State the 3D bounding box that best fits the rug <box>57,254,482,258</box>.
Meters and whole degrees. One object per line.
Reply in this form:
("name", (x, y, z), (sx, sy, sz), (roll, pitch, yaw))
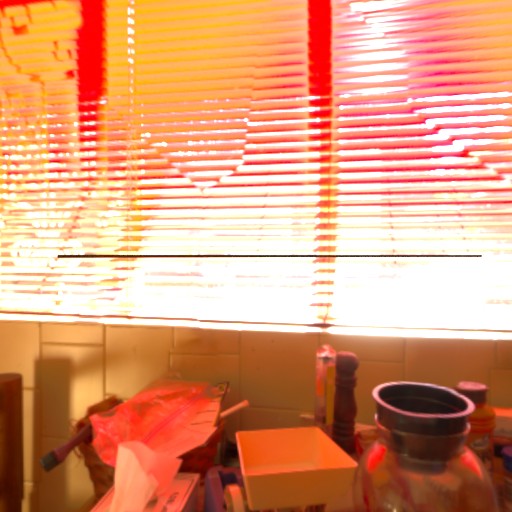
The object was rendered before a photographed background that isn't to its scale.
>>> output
("rug", (0.000, 0.000, 2.345), (1.819, 0.012, 1.208), (0, 0, -19))
